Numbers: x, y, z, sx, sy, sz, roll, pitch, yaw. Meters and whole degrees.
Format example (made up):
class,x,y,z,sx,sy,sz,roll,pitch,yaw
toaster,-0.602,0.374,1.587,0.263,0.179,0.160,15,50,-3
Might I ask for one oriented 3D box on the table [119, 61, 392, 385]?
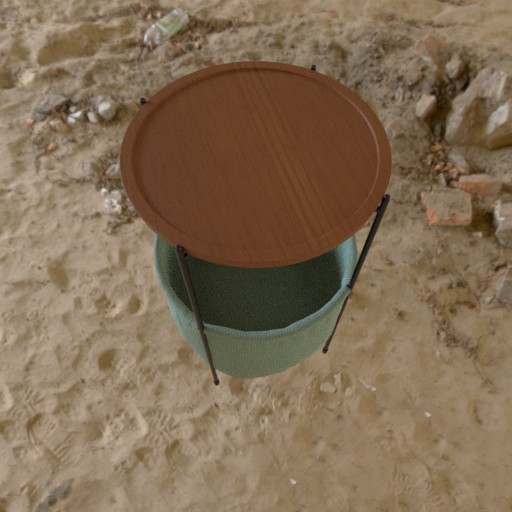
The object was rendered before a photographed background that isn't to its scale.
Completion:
class,x,y,z,sx,sy,sz,roll,pitch,yaw
table,0.000,0.000,0.899,0.400,0.623,0.400,-14,60,-8
